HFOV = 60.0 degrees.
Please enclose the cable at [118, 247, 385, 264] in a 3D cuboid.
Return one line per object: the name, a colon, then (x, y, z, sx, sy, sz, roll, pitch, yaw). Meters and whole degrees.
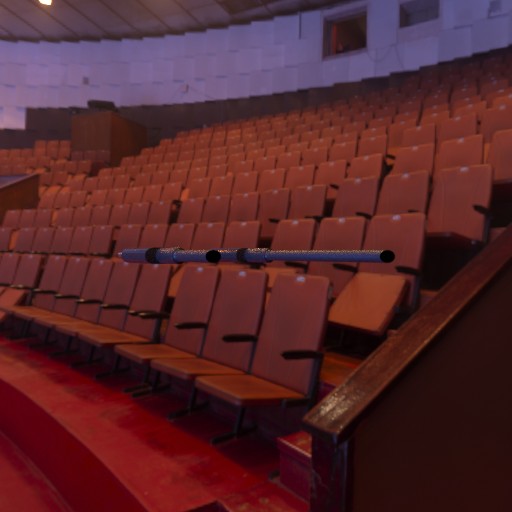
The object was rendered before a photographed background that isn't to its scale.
cable: (0.000, 0.000, 0.114, 0.041, 0.005, 0.098, 0, 1, -36)
